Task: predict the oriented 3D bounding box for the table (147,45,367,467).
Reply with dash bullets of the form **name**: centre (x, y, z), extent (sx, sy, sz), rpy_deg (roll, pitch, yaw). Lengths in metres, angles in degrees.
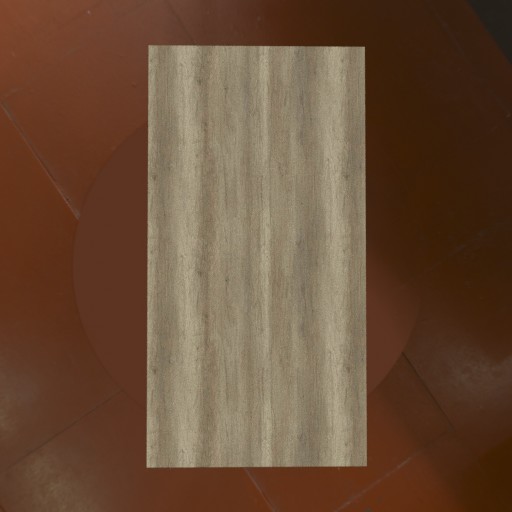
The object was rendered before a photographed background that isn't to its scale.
- **table**: centre (0.000, 0.000, 1.651), extent (0.700, 0.460, 1.350), rpy_deg (0, 89, -1)
